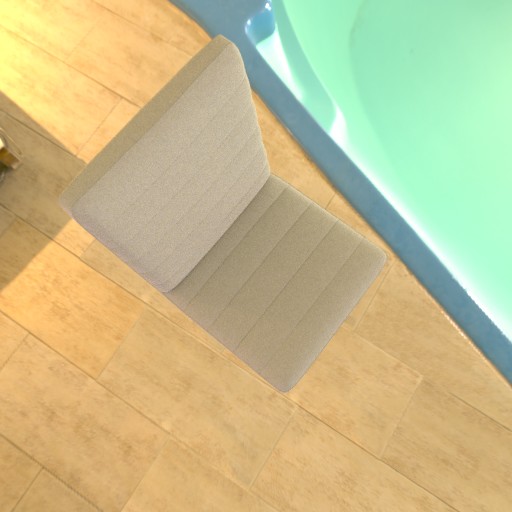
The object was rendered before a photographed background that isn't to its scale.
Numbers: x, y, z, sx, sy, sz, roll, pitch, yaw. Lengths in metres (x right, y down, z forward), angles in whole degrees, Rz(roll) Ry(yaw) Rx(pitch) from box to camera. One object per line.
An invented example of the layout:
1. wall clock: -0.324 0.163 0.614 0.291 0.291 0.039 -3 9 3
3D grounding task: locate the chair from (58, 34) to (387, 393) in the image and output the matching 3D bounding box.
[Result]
1. chair: 0.000 0.000 1.305 0.634 0.930 0.520 38 78 9
